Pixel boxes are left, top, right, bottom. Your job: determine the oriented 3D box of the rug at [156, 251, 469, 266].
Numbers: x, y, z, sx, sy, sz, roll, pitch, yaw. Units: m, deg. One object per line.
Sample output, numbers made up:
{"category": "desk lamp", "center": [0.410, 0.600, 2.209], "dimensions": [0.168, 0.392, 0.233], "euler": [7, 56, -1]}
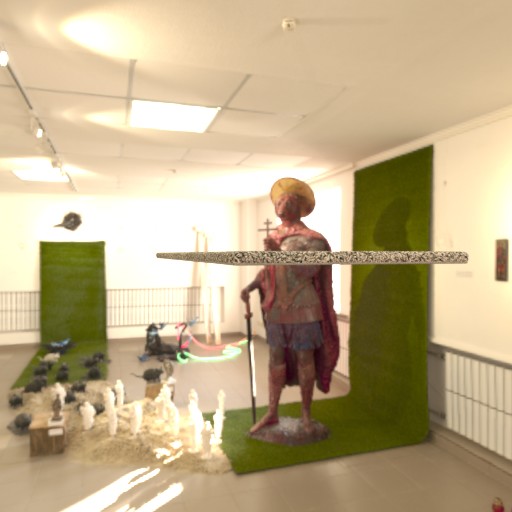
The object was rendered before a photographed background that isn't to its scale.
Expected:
{"category": "rug", "center": [0.000, 0.000, 1.717], "dimensions": [0.609, 0.030, 1.524], "euler": [0, 0, -18]}
